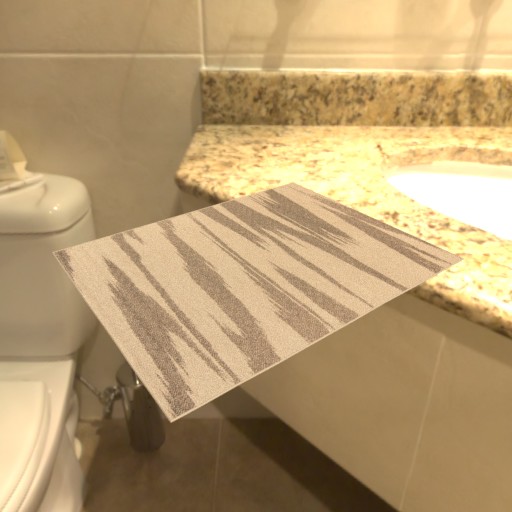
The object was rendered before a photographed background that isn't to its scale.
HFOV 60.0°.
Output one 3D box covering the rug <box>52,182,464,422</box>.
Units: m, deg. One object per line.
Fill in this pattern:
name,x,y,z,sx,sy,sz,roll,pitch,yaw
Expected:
rug,0.000,0.000,4.029,2.945,0.014,2.353,-21,37,-31
